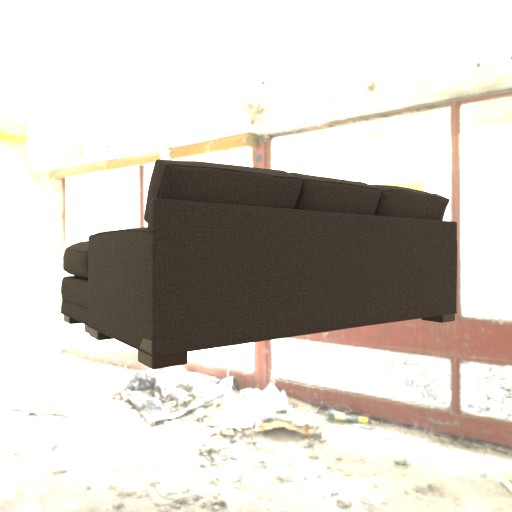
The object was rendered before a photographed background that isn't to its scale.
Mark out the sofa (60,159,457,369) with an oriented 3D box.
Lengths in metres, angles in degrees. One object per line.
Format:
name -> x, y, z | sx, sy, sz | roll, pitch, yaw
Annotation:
sofa -> 0.000, 0.000, 3.274 | 2.370, 0.973, 1.790 | 0, 0, -36
